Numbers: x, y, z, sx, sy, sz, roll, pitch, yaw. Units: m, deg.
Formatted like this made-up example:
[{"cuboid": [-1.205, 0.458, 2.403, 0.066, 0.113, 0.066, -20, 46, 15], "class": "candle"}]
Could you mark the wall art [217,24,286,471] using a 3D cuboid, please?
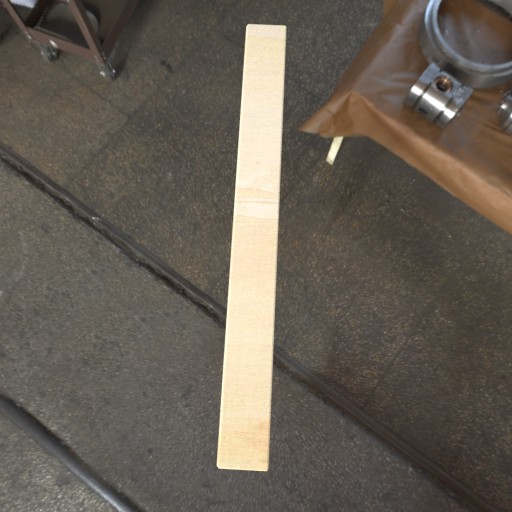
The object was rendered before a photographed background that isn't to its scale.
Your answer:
[{"cuboid": [0.000, 0.000, 0.488, 0.037, 0.251, 0.383, 3, 76, 1], "class": "wall art"}]
